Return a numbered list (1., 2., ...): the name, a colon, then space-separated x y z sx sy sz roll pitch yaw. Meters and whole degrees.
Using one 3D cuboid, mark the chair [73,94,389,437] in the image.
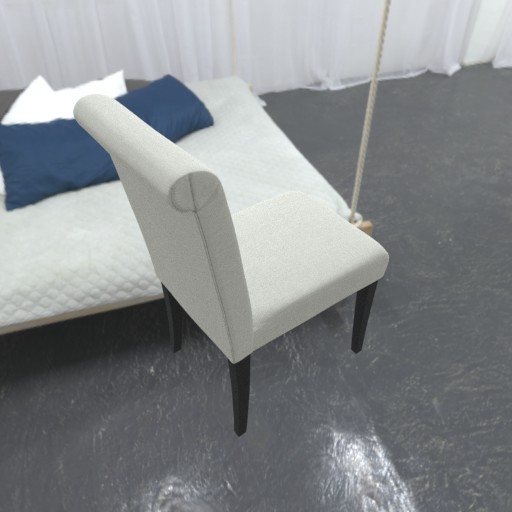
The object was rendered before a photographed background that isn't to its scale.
1. chair: 0.000 0.000 1.318 0.708 0.976 0.452 -27 47 -28
